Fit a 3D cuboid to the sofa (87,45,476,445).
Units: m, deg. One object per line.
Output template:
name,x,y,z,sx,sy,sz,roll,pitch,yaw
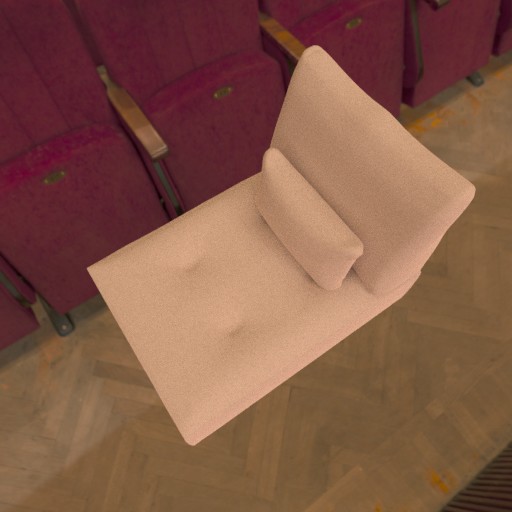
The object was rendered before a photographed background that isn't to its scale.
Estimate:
sofa,0.000,0.000,1.487,1.000,0.820,0.700,-32,68,-15
